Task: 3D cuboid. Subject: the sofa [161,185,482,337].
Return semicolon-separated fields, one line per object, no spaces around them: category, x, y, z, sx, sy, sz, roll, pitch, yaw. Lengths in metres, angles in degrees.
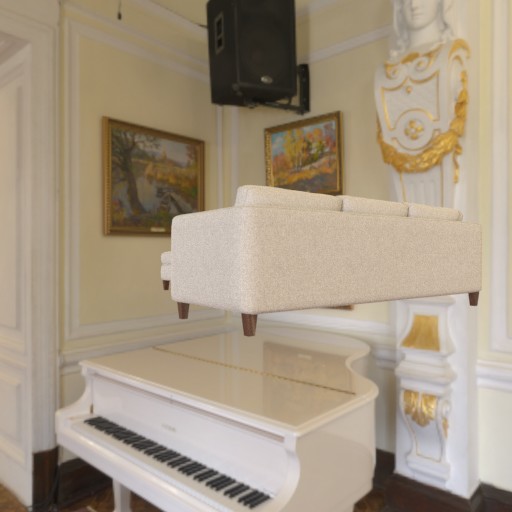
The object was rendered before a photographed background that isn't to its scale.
sofa;0.000;0.000;4.373;2.551;0.853;3.238;0;0;-36
